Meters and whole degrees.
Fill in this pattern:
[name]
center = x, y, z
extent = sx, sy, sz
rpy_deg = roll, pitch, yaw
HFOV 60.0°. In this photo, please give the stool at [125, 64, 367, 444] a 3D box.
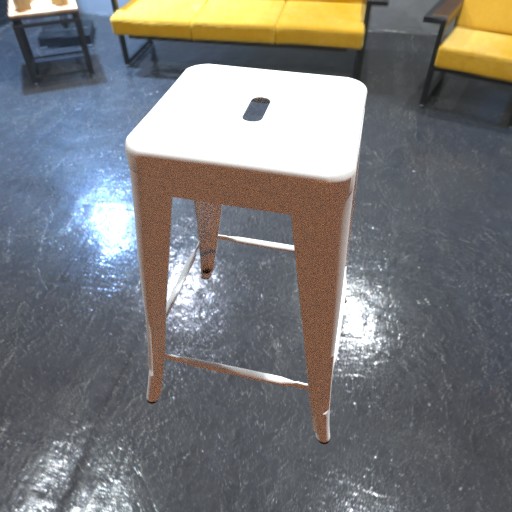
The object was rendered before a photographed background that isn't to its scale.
[stool]
center = 0.000, 0.000, 0.868
extent = 0.406, 0.610, 0.406
rpy_deg = 10, 45, 10
